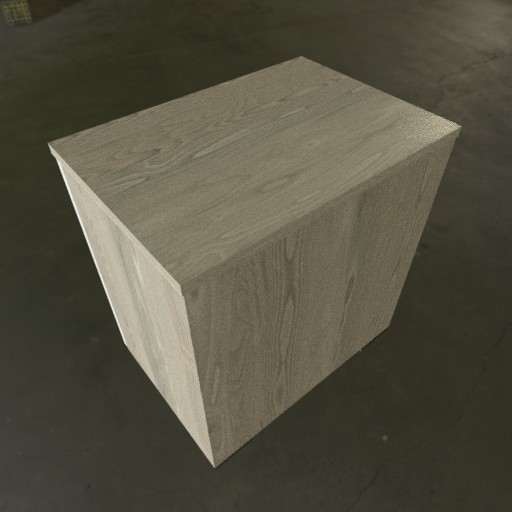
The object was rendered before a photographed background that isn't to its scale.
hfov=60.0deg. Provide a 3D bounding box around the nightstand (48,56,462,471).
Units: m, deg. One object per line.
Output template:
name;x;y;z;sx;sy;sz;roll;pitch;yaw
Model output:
nightstand;0.000;0.000;0.743;0.442;0.461;0.325;-30;52;-27
